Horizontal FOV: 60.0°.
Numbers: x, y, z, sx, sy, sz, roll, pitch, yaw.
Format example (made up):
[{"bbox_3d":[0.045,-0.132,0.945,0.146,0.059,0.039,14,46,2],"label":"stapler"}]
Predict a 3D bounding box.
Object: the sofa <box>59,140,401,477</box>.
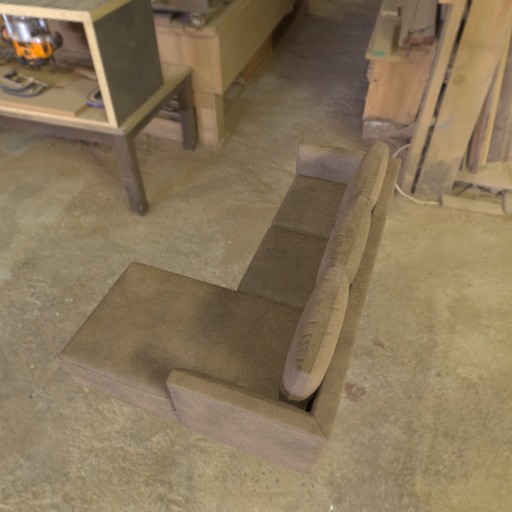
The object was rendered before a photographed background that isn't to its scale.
[{"bbox_3d":[0.000,0.000,3.180,1.622,0.987,2.438,15,48,14],"label":"sofa"}]
